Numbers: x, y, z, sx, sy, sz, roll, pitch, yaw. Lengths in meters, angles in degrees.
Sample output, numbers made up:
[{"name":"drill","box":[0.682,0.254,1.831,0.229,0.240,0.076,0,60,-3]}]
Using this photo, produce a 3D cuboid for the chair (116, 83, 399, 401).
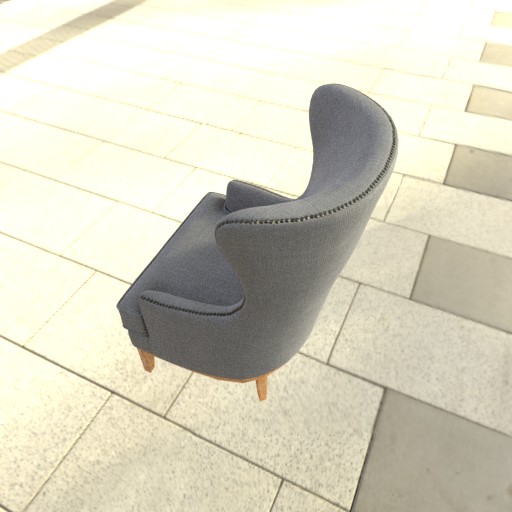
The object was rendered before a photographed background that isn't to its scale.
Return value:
[{"name":"chair","box":[0.000,0.000,1.823,0.883,1.176,0.864,17,49,16]}]
